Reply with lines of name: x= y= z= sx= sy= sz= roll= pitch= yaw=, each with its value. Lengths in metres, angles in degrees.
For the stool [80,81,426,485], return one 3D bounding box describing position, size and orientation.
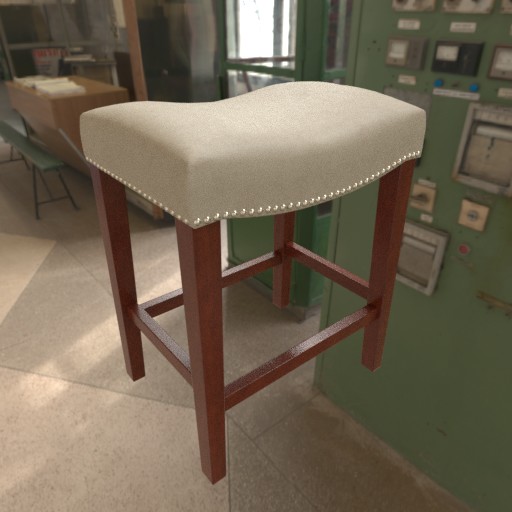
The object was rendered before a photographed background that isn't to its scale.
stool: x=0.000 y=0.000 z=0.917 sx=0.509 sy=0.632 sz=0.375 roll=-21 pitch=36 yaw=-33
